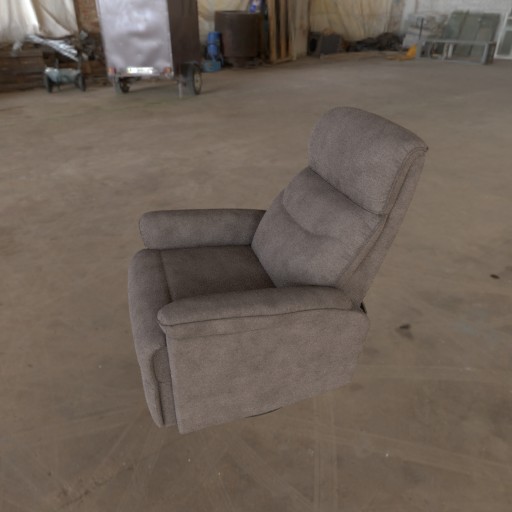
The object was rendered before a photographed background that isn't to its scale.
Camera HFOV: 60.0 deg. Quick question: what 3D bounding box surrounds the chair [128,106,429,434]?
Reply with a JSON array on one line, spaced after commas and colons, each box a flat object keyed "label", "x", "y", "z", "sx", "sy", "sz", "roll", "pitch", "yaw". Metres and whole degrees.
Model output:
[{"label": "chair", "x": 0.000, "y": 0.000, "z": 1.739, "sx": 1.009, "sy": 1.036, "sz": 0.830, "roll": -9, "pitch": 31, "yaw": -15}]
